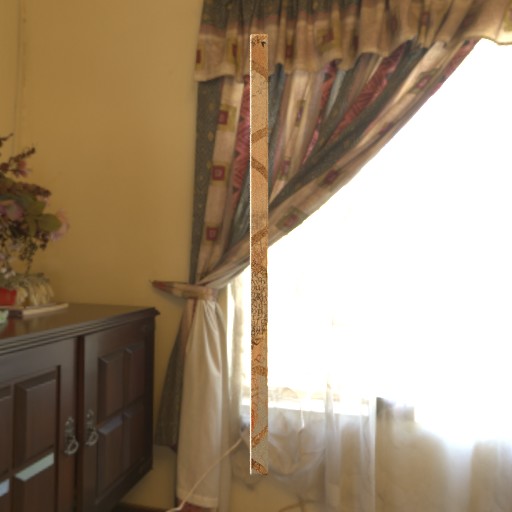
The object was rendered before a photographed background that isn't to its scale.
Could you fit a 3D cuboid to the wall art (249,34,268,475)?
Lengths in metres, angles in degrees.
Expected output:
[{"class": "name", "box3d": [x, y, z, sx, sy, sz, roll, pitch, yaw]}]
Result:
[{"class": "wall art", "box3d": [0.000, 0.000, 1.366, 0.039, 0.914, 0.912, 0, -1, -1]}]
